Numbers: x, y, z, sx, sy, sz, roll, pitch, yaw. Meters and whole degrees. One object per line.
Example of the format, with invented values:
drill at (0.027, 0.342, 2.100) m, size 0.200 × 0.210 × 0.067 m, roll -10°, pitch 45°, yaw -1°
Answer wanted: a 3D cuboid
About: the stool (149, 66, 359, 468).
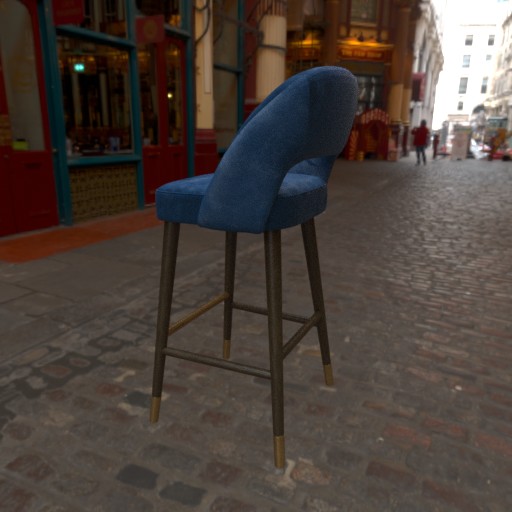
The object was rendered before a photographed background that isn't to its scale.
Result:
stool at (0.000, 0.000, 1.324) m, size 0.515 × 1.016 × 0.514 m, roll 8°, pitch 18°, yaw 25°
